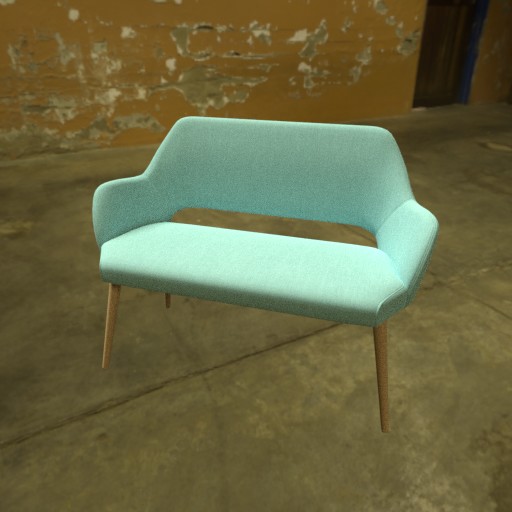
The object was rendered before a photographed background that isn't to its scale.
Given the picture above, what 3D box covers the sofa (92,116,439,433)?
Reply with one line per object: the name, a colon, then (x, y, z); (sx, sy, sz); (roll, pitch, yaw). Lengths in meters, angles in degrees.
sofa: (0.000, 0.000, 1.581); (1.150, 0.840, 0.610); (8, 28, 15)
